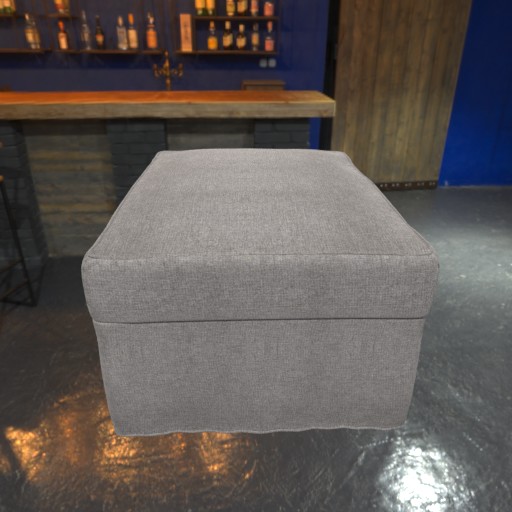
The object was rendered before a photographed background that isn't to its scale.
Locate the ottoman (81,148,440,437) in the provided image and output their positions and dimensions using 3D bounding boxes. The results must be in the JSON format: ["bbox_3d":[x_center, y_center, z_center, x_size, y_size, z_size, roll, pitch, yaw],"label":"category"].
[{"bbox_3d":[0.000,0.000,1.220,0.652,0.492,0.833,-1,26,-2],"label":"ottoman"}]
